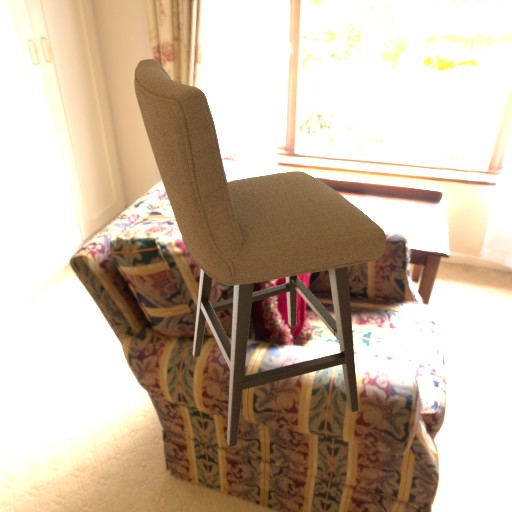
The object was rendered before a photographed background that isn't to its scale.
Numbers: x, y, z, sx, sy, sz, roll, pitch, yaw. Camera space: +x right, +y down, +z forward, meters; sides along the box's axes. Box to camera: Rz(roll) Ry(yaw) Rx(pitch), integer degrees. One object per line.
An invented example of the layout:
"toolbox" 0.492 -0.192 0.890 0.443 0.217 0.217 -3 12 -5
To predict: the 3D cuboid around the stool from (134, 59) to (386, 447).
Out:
"stool" 0.000 0.000 1.365 0.574 1.086 0.514 -12 33 -18
